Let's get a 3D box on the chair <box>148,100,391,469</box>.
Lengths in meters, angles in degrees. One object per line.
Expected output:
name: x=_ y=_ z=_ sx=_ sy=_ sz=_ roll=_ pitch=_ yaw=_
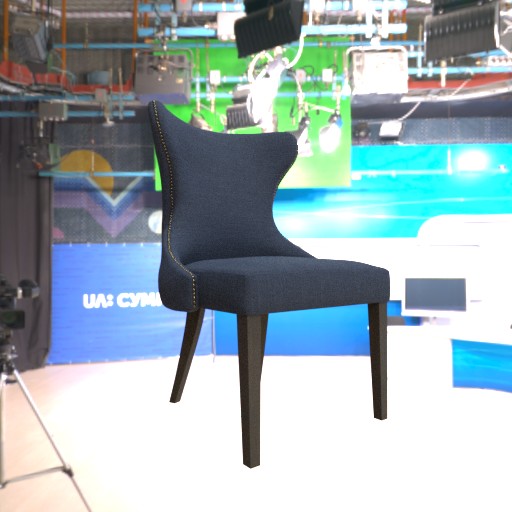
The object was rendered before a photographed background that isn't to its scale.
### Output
chair: x=0.000 y=0.000 z=1.401 sx=0.628 sy=0.967 sz=0.635 roll=0 pitch=0 yaw=-38
